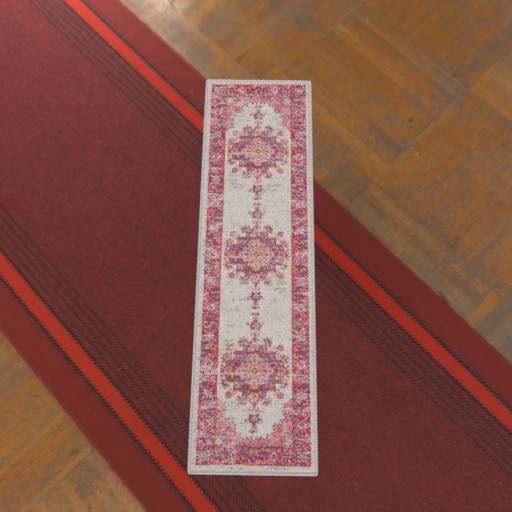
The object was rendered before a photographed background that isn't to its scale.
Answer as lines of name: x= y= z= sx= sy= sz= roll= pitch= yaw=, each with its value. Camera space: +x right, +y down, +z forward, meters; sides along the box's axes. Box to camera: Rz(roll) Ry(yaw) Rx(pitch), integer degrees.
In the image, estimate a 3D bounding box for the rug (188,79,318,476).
rug: x=0.000 y=0.000 z=2.526 sx=0.666 sy=0.011 sz=2.294 roll=1 pitch=76 yaw=0
